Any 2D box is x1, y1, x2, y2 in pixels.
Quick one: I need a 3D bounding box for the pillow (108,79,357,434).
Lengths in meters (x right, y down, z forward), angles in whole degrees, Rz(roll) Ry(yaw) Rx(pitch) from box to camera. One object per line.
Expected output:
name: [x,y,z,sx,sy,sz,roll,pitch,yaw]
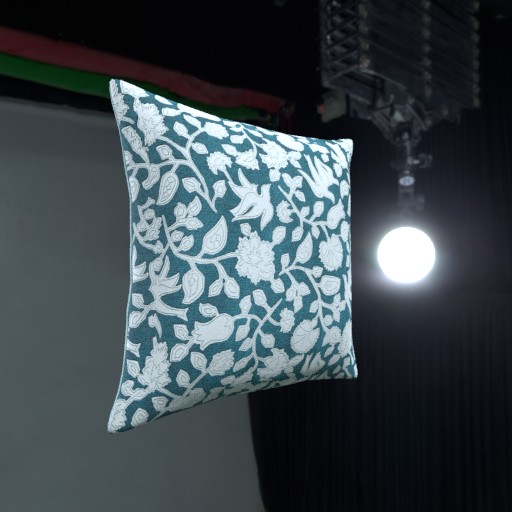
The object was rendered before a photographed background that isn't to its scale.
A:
pillow: [0.000,0.000,0.787,0.525,0.508,0.166,1,-2,-37]
